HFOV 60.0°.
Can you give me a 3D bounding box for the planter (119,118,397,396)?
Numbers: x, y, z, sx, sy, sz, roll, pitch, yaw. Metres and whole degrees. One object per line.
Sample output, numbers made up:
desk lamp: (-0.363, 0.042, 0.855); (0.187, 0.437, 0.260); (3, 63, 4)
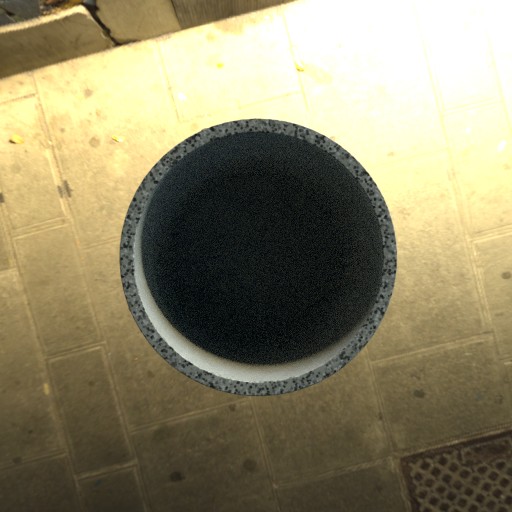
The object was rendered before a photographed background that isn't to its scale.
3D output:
planter: (0.000, 0.000, 0.692); (0.360, 0.419, 0.360); (0, 90, -1)
